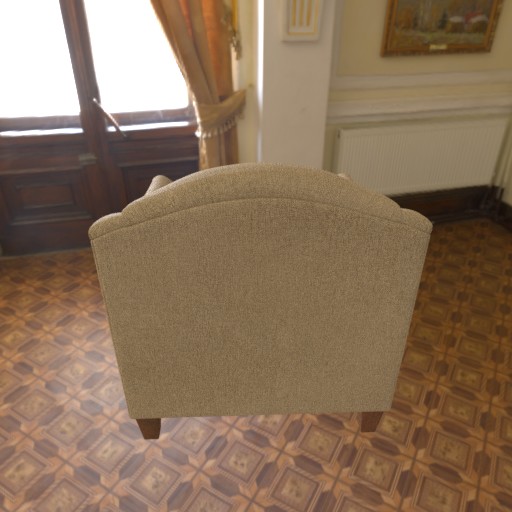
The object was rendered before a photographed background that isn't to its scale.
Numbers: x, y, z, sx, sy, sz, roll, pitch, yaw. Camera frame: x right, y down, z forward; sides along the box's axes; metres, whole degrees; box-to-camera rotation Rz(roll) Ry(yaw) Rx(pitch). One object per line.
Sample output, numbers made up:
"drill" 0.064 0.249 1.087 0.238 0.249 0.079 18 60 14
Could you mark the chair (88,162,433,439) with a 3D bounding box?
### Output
"chair" 0.000 0.000 1.436 0.763 0.839 0.787 -1 31 -2
